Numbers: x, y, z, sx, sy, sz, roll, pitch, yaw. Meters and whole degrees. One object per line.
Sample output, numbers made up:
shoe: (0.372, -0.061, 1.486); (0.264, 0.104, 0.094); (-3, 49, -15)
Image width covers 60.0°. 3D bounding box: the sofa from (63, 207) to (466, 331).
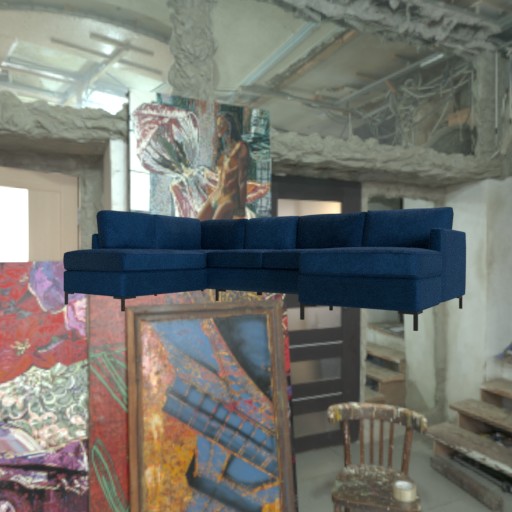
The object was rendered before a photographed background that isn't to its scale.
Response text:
sofa: (0.000, 0.000, 4.339); (3.434, 0.992, 2.055); (0, 0, 36)
